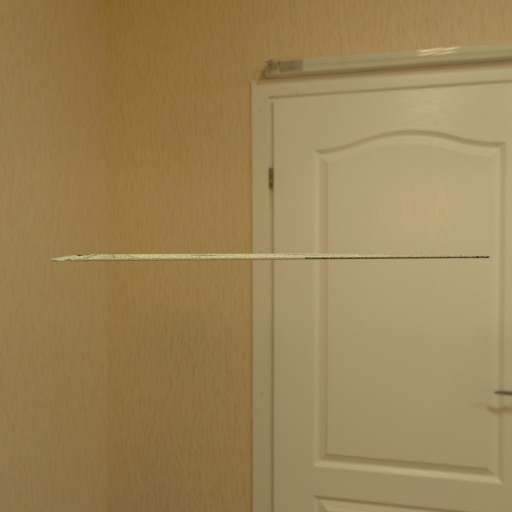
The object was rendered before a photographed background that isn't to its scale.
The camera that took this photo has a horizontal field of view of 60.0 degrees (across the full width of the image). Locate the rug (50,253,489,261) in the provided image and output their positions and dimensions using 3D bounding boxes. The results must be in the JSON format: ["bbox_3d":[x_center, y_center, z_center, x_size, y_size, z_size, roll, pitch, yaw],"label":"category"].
[{"bbox_3d":[0.000,0.000,2.952,2.312,0.013,1.600,0,1,-18],"label":"rug"}]
